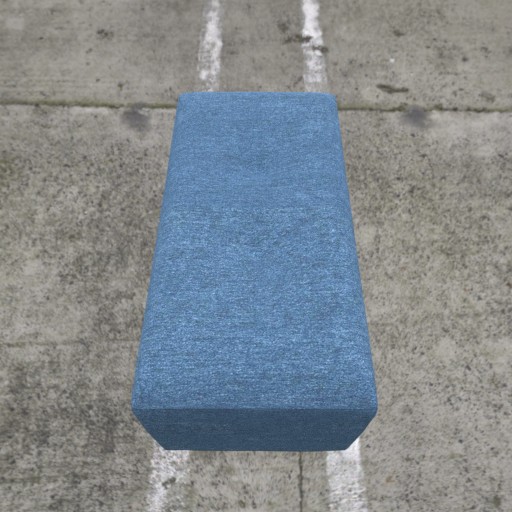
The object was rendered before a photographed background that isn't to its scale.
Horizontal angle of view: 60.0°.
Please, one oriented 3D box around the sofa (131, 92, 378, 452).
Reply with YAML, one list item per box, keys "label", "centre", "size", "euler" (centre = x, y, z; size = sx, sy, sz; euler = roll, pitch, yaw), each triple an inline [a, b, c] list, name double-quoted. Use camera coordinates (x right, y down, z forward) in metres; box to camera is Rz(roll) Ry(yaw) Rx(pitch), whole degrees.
- label: "sofa"
  centre: [0.000, 0.000, 1.205]
  size: [0.480, 0.470, 0.930]
  euler: [0, 57, 0]
